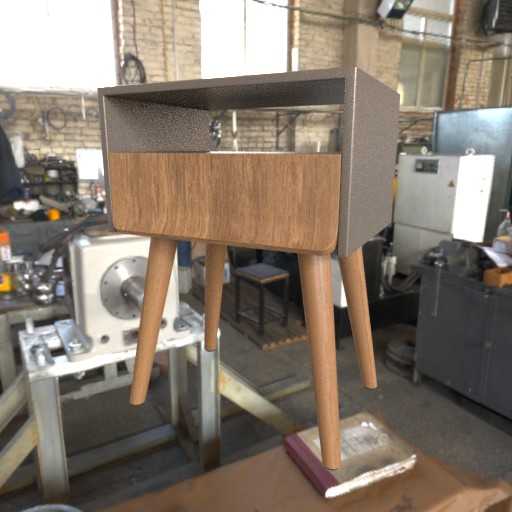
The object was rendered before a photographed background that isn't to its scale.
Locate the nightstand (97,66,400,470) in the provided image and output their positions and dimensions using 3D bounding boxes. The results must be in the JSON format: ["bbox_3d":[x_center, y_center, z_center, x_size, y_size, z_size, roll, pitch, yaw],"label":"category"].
[{"bbox_3d":[0.000,0.000,0.720,0.370,0.508,0.288,7,15,26],"label":"nightstand"}]
